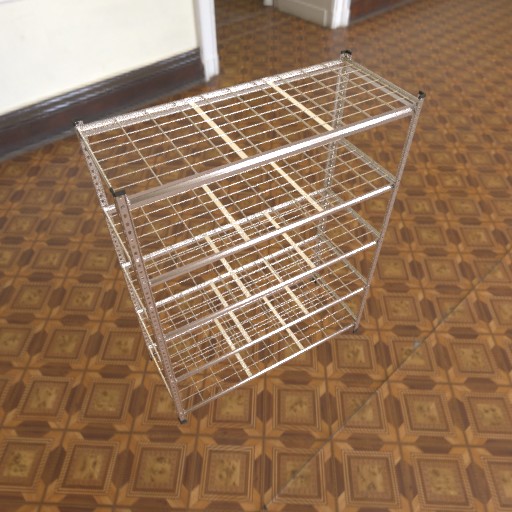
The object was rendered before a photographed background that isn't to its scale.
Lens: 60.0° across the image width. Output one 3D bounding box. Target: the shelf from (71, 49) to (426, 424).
[{"bbox_3d":[0.000,0.000,2.736,1.524,1.981,0.610,-23,50,-20],"label":"shelf"}]
